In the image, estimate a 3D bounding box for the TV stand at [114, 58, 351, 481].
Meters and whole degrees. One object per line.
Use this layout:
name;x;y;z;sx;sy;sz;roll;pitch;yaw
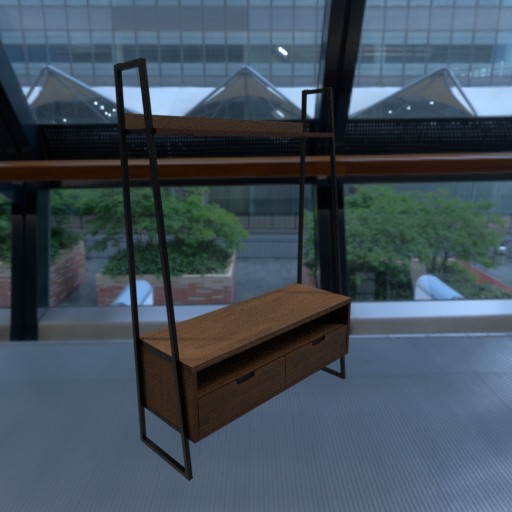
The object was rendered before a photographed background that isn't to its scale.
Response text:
TV stand;0.000;0.000;2.322;0.432;1.772;1.250;13;19;43
